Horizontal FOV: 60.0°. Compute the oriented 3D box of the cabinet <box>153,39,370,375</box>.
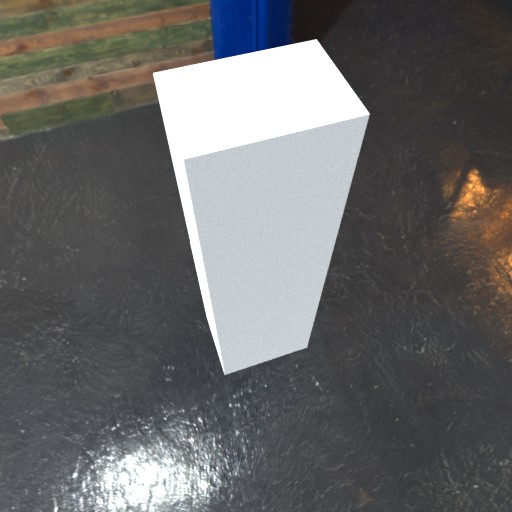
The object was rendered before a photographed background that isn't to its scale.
[{"bbox_3d":[0.000,0.000,1.537,0.400,1.350,0.300,-16,59,-10],"label":"cabinet"}]
